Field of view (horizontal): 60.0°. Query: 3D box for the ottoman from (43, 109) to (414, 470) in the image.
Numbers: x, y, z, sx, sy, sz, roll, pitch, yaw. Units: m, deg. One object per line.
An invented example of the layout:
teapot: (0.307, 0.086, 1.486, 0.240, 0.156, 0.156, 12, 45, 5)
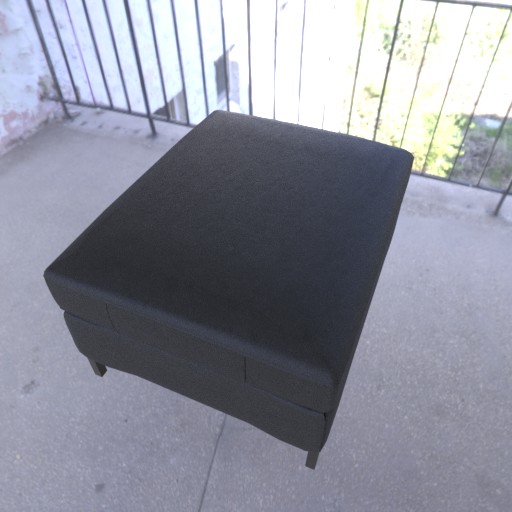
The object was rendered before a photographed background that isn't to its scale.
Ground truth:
ottoman: (0.000, 0.000, 1.796, 0.967, 0.696, 1.187, 17, 47, 16)
